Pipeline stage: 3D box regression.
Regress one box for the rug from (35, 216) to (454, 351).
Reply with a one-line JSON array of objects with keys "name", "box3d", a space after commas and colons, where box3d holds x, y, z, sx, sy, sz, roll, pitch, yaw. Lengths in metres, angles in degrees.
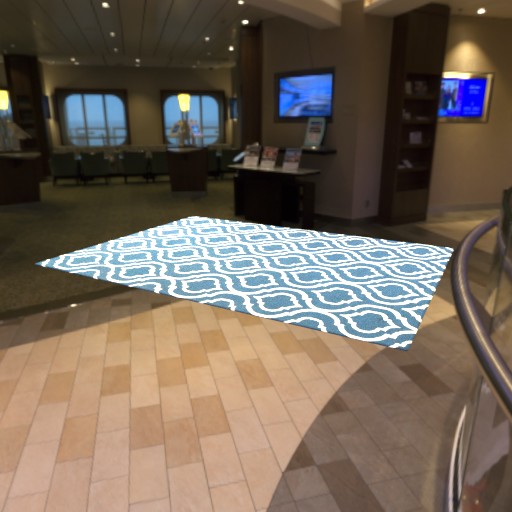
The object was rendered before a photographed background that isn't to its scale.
[{"name": "rug", "box3d": [0.000, 0.000, 4.357, 3.353, 0.010, 2.438, 9, 19, 28]}]
